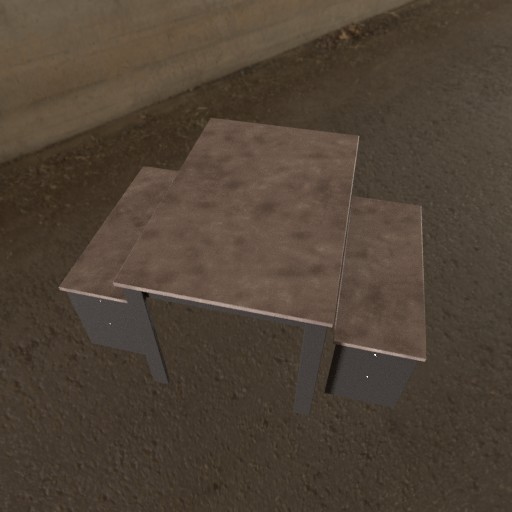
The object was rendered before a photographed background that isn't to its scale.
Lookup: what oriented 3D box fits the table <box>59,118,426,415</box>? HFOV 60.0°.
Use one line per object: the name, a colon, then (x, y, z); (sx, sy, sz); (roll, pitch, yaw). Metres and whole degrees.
table: (0.000, 0.000, 2.035); (1.443, 0.700, 1.100); (10, 47, 9)
